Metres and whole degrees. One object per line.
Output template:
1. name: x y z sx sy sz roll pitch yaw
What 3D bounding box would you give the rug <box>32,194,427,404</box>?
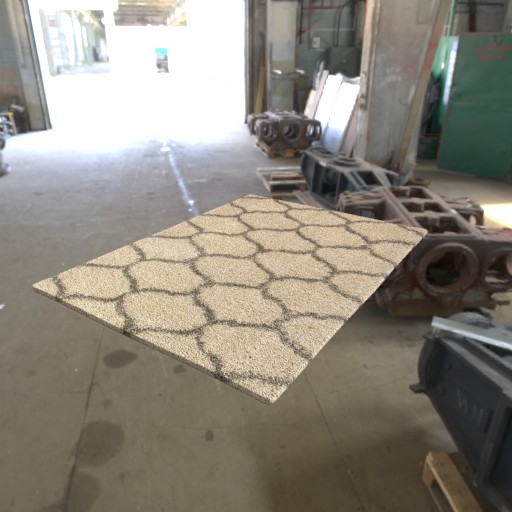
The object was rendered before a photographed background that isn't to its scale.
1. rug: 0.000 0.000 2.145 1.200 0.025 1.600 16 29 31
